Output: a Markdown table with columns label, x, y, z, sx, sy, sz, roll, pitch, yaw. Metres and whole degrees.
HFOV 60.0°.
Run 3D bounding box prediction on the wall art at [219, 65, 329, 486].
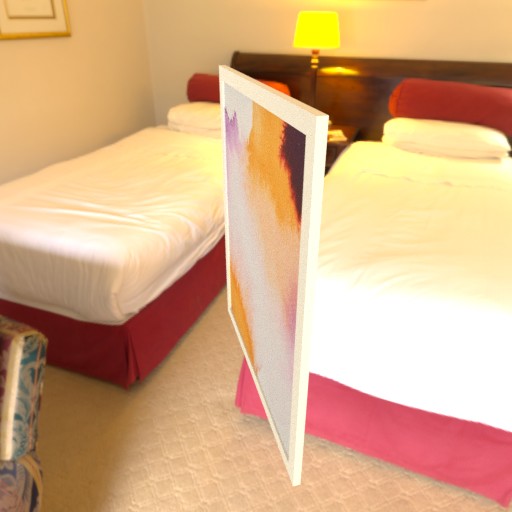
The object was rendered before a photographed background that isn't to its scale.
| label | x | y | z | sx | sy | sz | roll | pitch | yaw |
| --- | --- | --- | --- | --- | --- | --- | --- | --- | --- |
| wall art | 0.000 | 0.000 | 0.756 | 0.012 | 0.557 | 0.482 | -7 | 30 | -13 |
